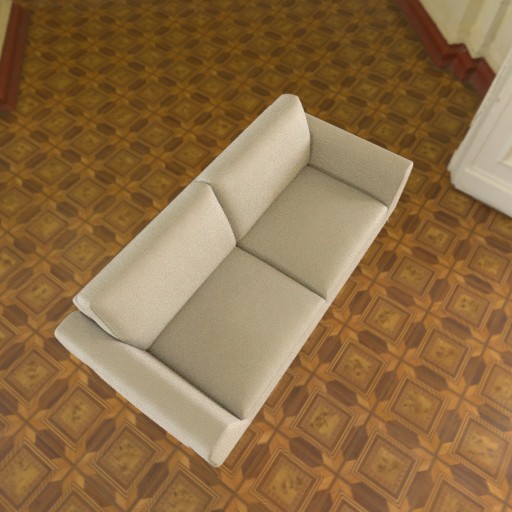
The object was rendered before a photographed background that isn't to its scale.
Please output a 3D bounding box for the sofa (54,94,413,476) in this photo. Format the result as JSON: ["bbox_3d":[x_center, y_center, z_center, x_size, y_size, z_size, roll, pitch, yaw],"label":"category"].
[{"bbox_3d":[0.000,0.000,2.520,0.953,0.875,2.017,31,63,18],"label":"sofa"}]
